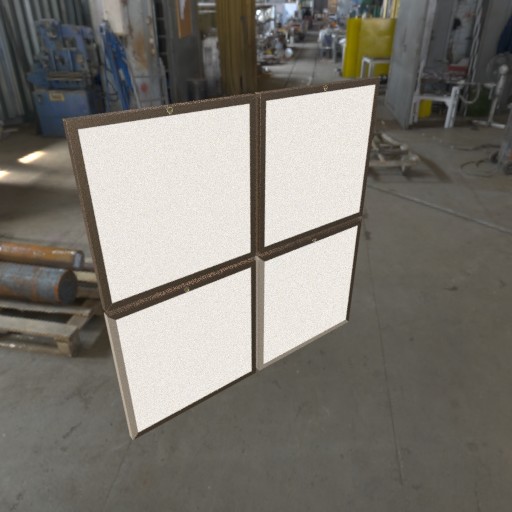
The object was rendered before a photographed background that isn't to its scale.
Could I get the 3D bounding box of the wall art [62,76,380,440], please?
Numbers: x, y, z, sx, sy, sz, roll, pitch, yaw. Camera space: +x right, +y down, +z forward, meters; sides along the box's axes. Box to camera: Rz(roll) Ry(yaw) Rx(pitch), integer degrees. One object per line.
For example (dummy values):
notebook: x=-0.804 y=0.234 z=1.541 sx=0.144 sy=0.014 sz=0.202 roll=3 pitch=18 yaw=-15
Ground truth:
wall art: x=0.000 y=0.000 z=1.478 sx=1.032 sy=1.032 sz=0.030 roll=-21 pitch=36 yaw=-32
